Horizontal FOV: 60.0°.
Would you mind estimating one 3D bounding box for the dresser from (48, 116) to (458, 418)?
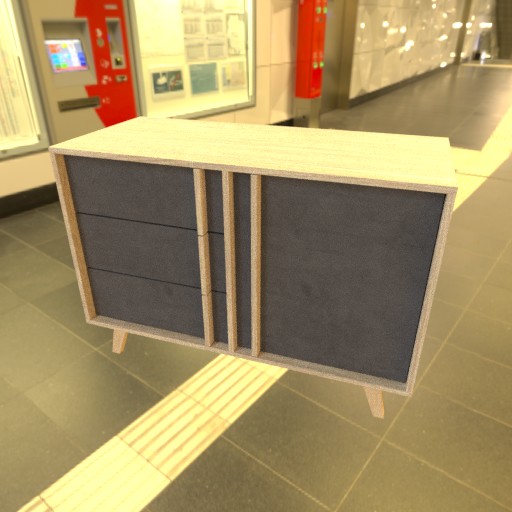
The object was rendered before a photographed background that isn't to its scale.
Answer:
[{"bbox_3d":[0.000,0.000,1.525,1.110,0.780,0.500,9,29,16],"label":"dresser"}]
